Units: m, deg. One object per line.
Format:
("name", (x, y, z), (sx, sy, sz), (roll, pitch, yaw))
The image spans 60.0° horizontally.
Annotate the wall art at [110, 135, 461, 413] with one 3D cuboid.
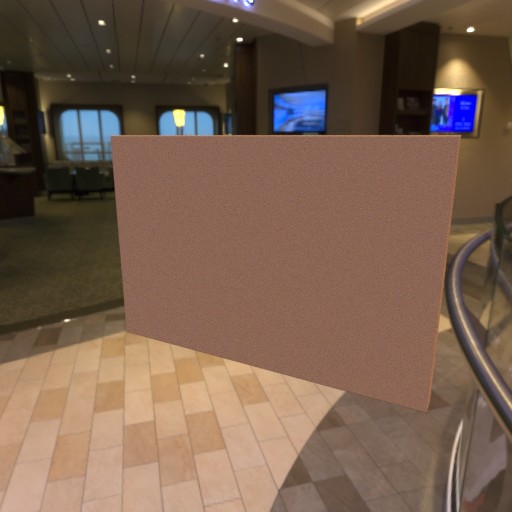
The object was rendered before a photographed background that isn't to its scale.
("wall art", (0.000, 0.000, 0.776), (0.609, 0.407, 0.039), (8, 17, 27))
